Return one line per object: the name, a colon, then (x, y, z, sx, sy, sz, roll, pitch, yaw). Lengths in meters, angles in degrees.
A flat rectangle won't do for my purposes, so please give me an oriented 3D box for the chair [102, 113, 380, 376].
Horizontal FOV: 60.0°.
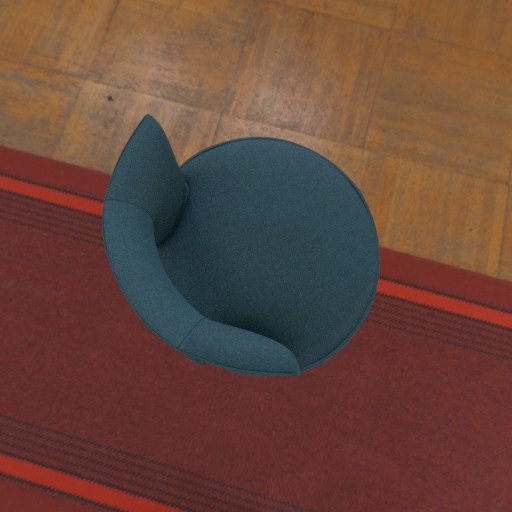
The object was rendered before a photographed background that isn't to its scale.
chair: (0.000, 0.000, 1.250, 0.660, 0.711, 0.684, -29, 77, -7)
